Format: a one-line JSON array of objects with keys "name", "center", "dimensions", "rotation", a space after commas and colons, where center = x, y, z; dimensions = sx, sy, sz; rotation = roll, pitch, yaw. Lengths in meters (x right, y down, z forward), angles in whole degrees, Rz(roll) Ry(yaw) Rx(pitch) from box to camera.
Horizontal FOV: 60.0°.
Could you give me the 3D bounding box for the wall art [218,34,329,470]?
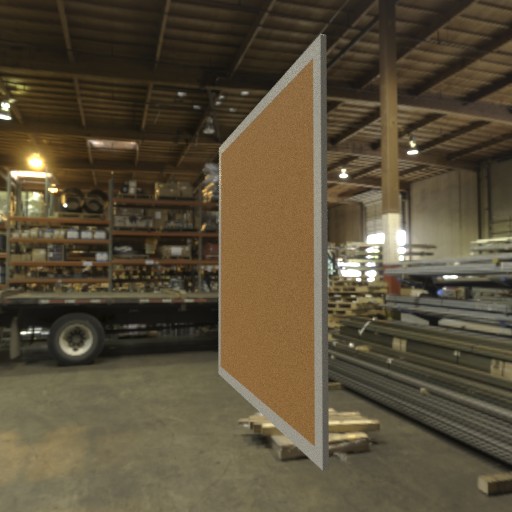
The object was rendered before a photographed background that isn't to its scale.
[{"name": "wall art", "center": [0.000, 0.000, 1.211], "dimensions": [0.013, 0.813, 0.812], "rotation": [1, -2, -18]}]
